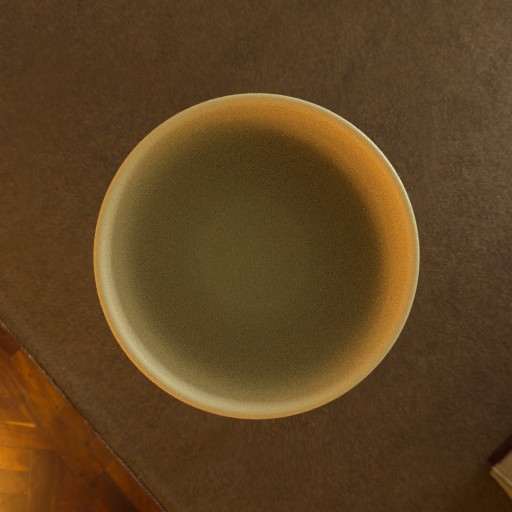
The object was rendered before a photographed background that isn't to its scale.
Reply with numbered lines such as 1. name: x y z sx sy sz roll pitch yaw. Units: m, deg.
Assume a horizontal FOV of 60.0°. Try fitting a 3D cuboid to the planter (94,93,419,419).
1. planter: 0.000 0.000 0.305 0.169 0.153 0.169 0 90 0
